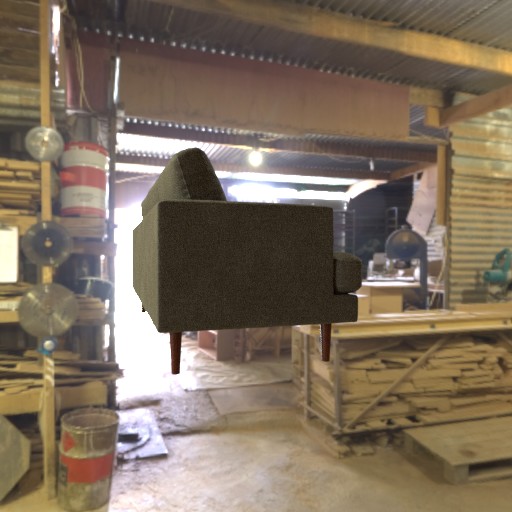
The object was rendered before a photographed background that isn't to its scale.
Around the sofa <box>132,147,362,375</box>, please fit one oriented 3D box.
[{"bbox_3d":[0.000,0.000,2.958,1.504,0.956,2.233,0,1,-18],"label":"sofa"}]
